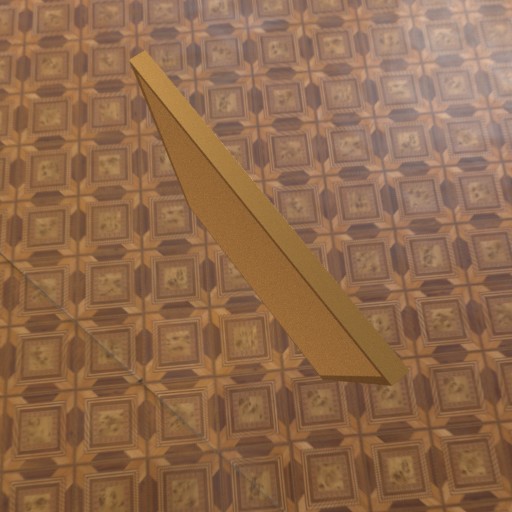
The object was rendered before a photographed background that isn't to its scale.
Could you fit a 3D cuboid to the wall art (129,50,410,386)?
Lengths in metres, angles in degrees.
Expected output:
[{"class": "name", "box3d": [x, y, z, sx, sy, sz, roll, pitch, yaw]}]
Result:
[{"class": "wall art", "box3d": [0.000, 0.000, 1.151, 0.038, 0.762, 0.762, -36, 78, -9]}]
